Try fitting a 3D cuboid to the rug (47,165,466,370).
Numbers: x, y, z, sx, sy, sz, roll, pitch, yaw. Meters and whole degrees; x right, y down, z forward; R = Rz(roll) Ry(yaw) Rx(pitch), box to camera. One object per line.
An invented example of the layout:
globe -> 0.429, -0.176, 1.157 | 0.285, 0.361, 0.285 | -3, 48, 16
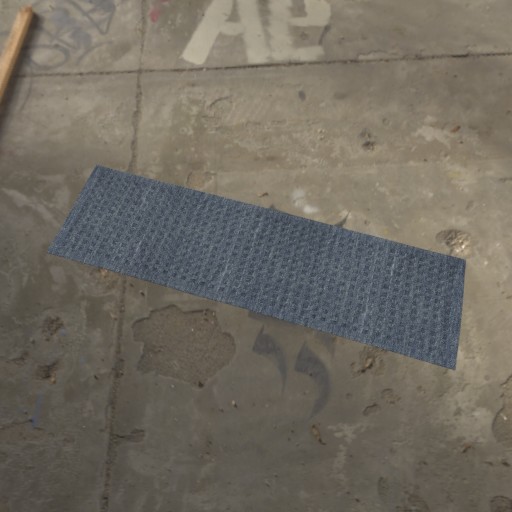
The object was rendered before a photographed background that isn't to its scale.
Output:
rug -> 0.000, 0.000, 2.670 | 2.443, 0.008, 0.688 | 15, 65, 7
